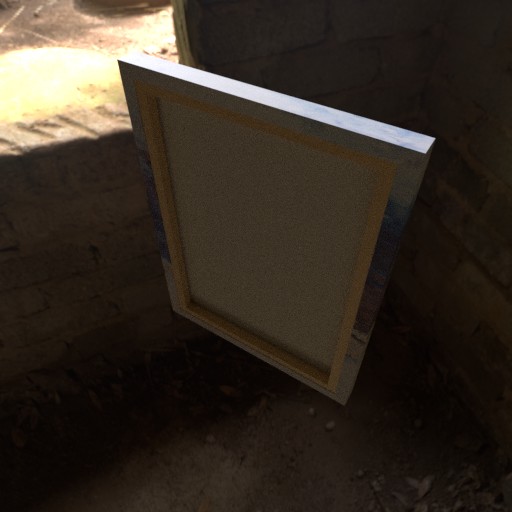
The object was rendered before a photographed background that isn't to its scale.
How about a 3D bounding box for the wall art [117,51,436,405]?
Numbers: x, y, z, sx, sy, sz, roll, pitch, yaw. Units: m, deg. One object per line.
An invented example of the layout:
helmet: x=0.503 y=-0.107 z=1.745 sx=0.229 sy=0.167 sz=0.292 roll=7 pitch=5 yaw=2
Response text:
wall art: x=0.000 y=0.000 z=0.758 sx=0.437 sy=0.581 sz=0.036 roll=25 pitch=51 yaw=22
